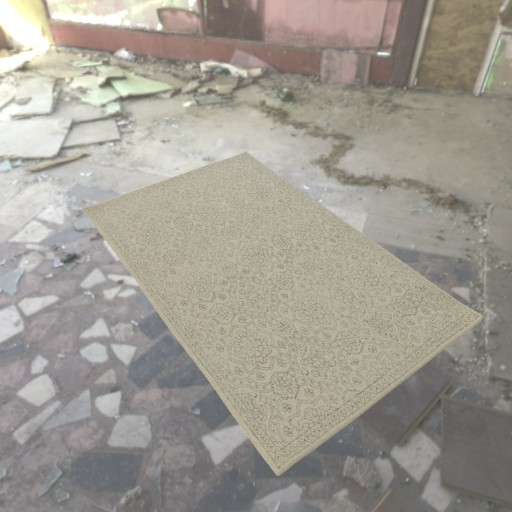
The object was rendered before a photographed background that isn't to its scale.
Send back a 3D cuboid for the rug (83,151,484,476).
[{"bbox_3d":[0.000,0.000,2.380,1.214,0.023,1.947,-26,48,-26],"label":"rug"}]
